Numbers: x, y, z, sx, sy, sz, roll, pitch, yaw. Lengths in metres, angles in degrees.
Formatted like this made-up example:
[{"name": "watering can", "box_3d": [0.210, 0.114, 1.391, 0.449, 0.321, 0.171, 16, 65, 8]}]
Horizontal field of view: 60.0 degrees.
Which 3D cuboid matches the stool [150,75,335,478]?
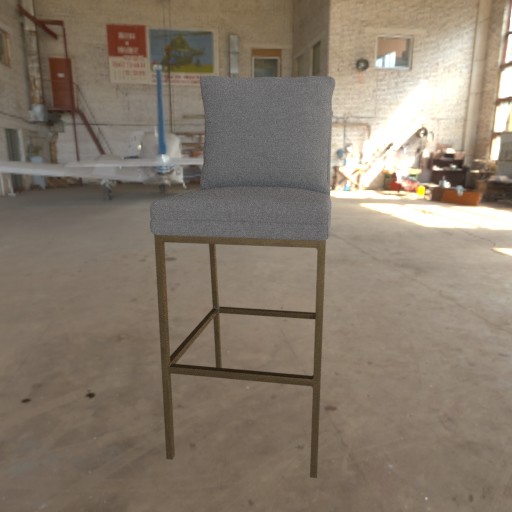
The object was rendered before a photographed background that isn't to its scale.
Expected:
[{"name": "stool", "box_3d": [0.000, 0.000, 1.403, 0.463, 1.132, 0.569, 2, 14, 10]}]
